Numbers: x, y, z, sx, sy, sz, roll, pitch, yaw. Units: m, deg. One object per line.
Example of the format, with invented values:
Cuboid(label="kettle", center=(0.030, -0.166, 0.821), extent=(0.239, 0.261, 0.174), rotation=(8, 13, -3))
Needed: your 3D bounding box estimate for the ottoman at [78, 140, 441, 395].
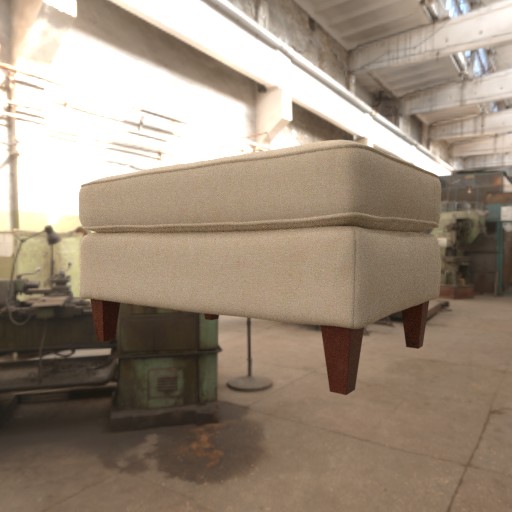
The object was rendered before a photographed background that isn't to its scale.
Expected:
Cuboid(label="ottoman", center=(0.000, 0.000, 1.223), extent=(0.862, 0.484, 0.583), rotation=(1, 2, 37))
